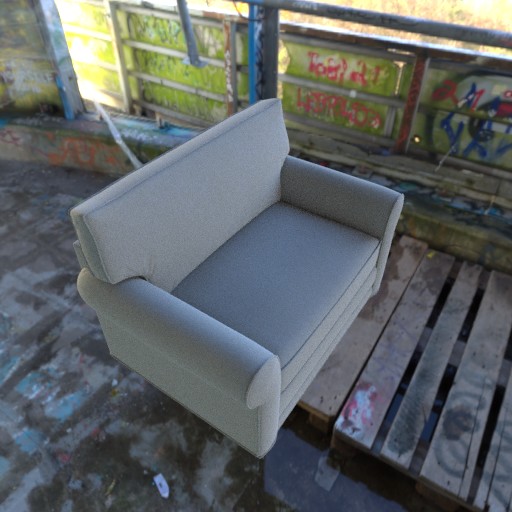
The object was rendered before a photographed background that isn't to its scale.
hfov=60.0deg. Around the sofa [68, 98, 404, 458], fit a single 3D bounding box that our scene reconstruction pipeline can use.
[{"bbox_3d":[0.000,0.000,2.125,0.937,1.006,1.405,25,47,25],"label":"sofa"}]
